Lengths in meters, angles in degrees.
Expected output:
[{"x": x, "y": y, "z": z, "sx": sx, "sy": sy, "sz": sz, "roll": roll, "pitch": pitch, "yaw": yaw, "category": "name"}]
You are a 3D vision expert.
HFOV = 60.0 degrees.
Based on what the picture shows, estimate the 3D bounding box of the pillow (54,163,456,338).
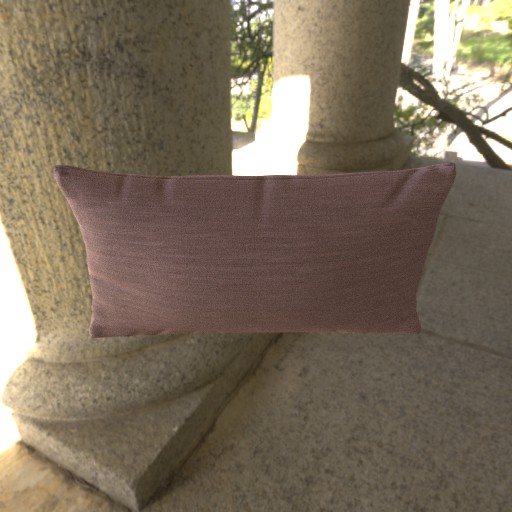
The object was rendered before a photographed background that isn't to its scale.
[{"x": 0.000, "y": 0.000, "z": 0.779, "sx": 0.633, "sy": 0.338, "sz": 0.210, "roll": -1, "pitch": 31, "yaw": -1, "category": "pillow"}]
